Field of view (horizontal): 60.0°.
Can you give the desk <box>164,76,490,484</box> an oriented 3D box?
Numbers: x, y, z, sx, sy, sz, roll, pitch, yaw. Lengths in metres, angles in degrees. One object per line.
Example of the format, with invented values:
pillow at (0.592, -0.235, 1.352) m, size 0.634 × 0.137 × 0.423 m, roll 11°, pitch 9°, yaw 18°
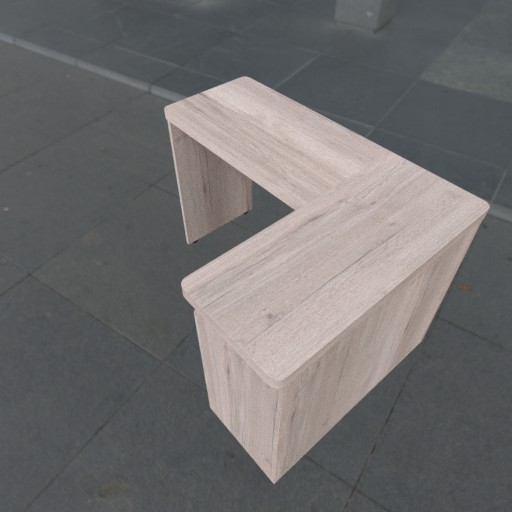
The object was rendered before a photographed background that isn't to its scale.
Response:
desk at (0.000, 0.000, 1.726) m, size 0.900 × 0.760 × 1.169 m, roll -32°, pitch 55°, yaw -27°
